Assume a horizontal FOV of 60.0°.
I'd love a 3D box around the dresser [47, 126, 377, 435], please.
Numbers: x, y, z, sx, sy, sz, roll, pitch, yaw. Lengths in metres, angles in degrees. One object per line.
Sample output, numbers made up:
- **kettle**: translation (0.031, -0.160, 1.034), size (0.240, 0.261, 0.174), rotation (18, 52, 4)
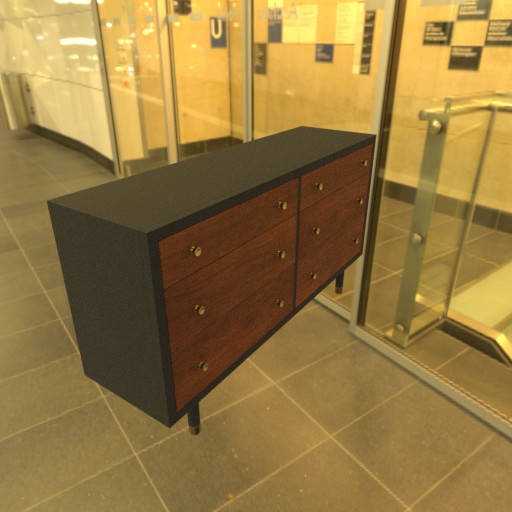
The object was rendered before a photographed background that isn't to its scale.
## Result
- **dresser**: translation (0.000, 0.000, 1.991), size (0.463, 0.872, 1.558), rotation (17, 31, 31)
